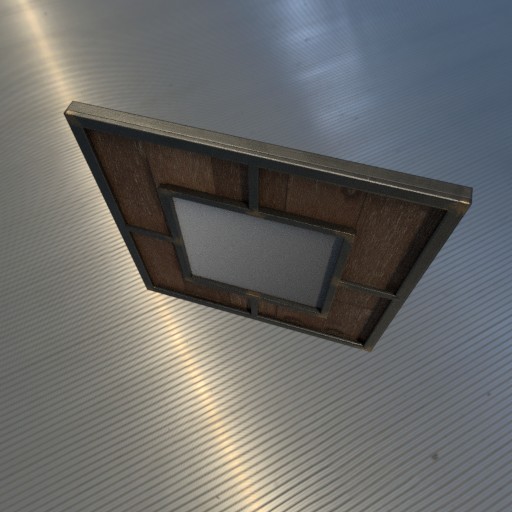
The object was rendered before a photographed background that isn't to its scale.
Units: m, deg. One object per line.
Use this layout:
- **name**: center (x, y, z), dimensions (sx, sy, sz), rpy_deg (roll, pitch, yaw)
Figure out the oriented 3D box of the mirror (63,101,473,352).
- **mirror**: center (0.000, 0.000, 0.565), dimensions (0.382, 0.381, 0.020), rpy_deg (14, 60, 8)
